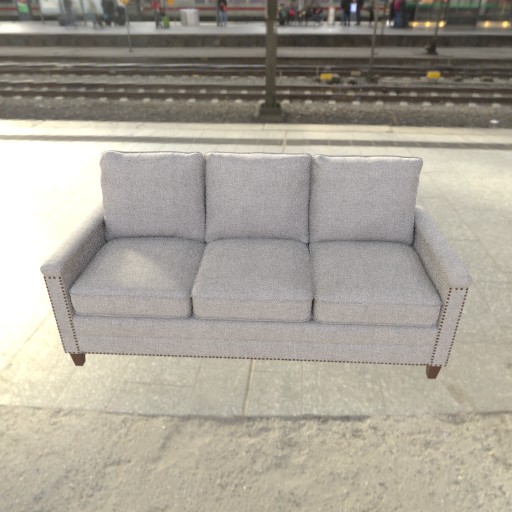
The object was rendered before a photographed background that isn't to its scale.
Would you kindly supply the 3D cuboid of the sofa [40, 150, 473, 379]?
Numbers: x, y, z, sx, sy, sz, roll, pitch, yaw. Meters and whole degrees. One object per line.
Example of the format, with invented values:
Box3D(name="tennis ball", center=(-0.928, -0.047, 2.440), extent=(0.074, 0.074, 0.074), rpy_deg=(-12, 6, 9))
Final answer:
Box3D(name="sofa", center=(0.000, 0.000, 2.358), extent=(1.925, 0.959, 0.828), rpy_deg=(1, 30, 3))
